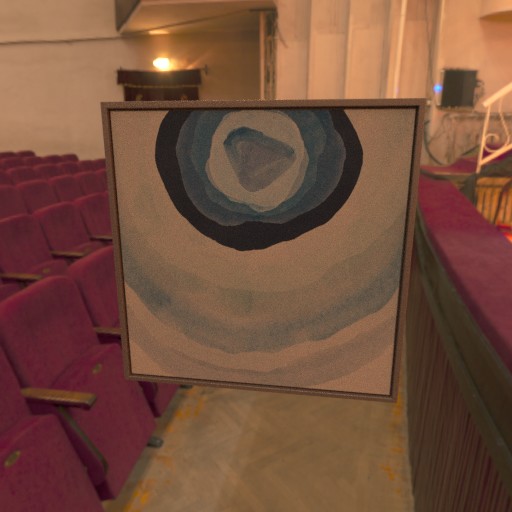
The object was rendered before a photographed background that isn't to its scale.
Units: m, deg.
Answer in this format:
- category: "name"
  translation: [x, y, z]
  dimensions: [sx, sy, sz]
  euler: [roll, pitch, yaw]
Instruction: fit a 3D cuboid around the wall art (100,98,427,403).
- category: "wall art"
  translation: [0.000, 0.000, 0.526]
  dimensions: [0.349, 0.349, 0.028]
  euler: [2, 16, 9]
